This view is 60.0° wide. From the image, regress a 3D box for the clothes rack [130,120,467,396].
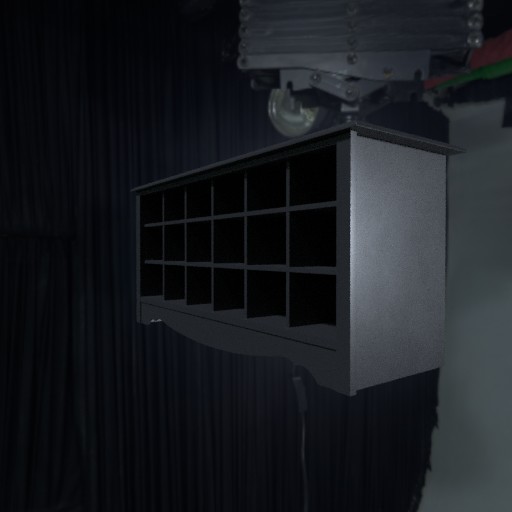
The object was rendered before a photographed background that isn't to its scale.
[{"bbox_3d":[0.000,0.000,1.477,0.406,0.556,1.219,-1,1,-36],"label":"clothes rack"}]
